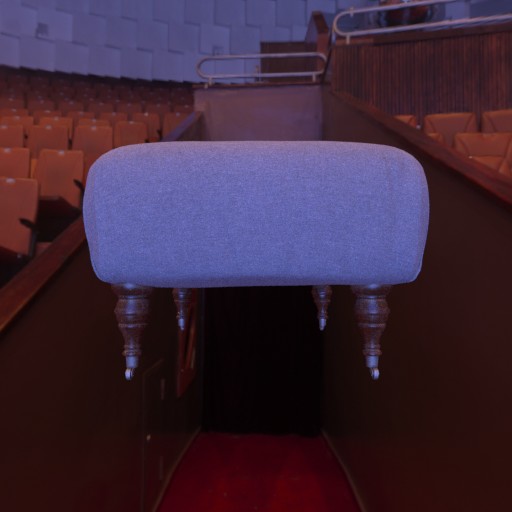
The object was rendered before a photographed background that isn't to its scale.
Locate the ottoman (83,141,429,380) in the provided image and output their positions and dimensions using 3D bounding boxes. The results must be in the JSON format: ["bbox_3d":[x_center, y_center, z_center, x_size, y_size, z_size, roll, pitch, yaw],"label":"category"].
[{"bbox_3d":[0.000,0.000,1.094,0.622,0.450,0.747,0,-1,0],"label":"ottoman"}]
